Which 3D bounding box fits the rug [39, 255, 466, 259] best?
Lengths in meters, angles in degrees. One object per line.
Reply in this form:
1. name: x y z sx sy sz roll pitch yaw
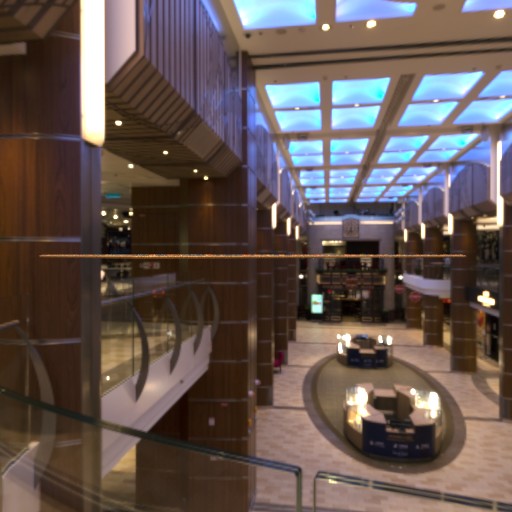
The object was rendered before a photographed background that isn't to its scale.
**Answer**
1. rug: 0.000 0.000 3.688 2.916 0.019 2.043 0 0 -37
